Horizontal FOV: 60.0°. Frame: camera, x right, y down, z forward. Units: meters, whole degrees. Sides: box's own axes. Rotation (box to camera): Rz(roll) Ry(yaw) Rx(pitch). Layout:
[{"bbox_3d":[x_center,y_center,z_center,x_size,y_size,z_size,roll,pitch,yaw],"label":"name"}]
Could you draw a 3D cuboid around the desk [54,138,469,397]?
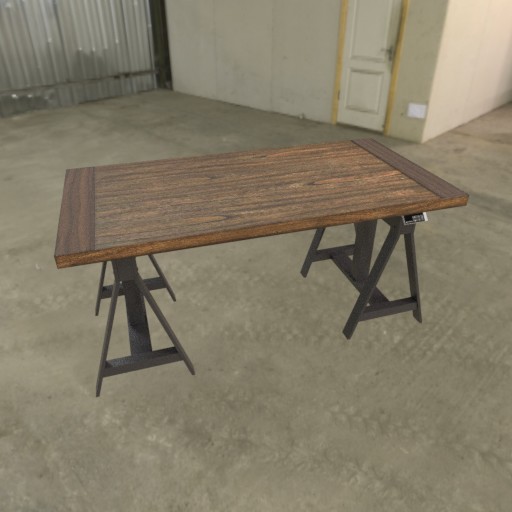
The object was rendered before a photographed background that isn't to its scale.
[{"bbox_3d":[0.000,0.000,2.038,1.543,0.725,0.784,-9,33,-15],"label":"desk"}]
